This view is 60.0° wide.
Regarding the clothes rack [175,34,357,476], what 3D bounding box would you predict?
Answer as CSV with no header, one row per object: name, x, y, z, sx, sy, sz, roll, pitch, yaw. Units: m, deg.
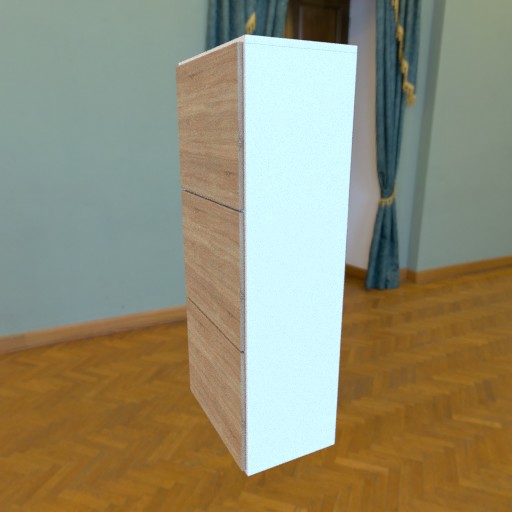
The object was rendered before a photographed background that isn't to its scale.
clothes rack,0.000,0.000,1.425,0.331,1.187,0.500,-8,18,-25
